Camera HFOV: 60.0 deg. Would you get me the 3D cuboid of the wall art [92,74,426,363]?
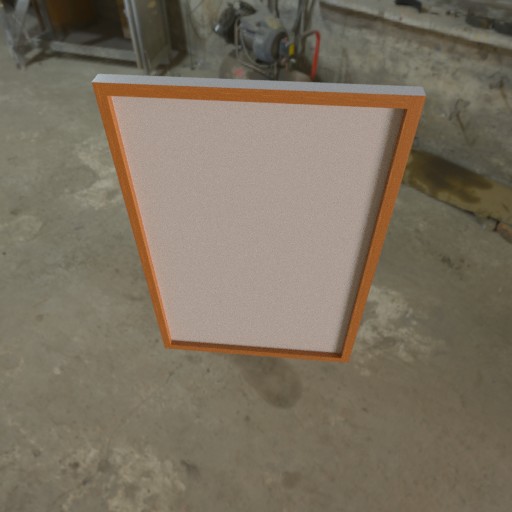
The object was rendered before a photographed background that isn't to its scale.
[{"bbox_3d":[0.000,0.000,1.147,0.610,0.916,0.037,4,46,4],"label":"wall art"}]
